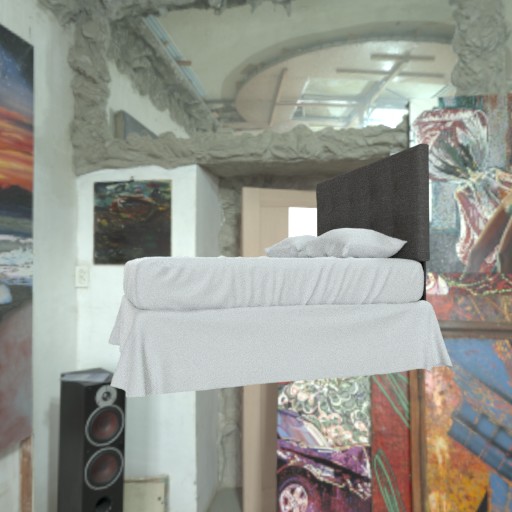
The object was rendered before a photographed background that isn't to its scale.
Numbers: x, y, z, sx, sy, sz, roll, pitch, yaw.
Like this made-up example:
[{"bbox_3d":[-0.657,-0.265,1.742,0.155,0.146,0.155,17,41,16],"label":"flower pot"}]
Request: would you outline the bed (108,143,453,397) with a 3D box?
[{"bbox_3d":[0.000,0.000,3.547,2.222,1.577,1.936,0,-1,-19],"label":"bed"}]
